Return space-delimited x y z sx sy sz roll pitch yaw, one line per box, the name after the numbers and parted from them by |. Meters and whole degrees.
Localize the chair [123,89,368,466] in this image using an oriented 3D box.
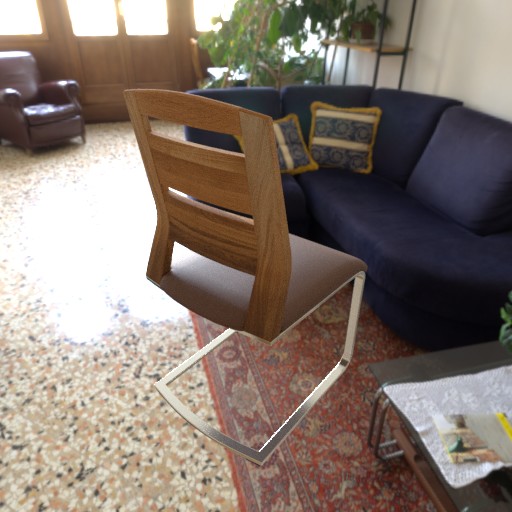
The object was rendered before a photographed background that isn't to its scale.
0.000 0.000 1.284 0.460 0.970 0.570 22 37 33 | chair
